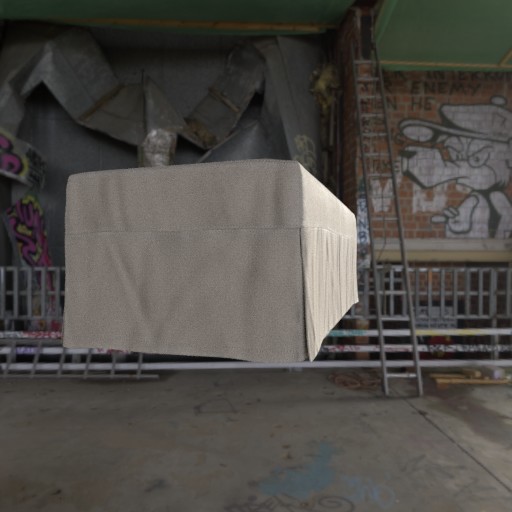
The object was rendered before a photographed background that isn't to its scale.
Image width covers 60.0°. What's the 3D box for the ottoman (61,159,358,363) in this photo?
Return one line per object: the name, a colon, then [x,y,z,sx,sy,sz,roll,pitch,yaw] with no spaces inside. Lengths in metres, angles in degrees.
ottoman: [0.000,0.000,1.678,0.665,0.457,1.388,0,0,18]
